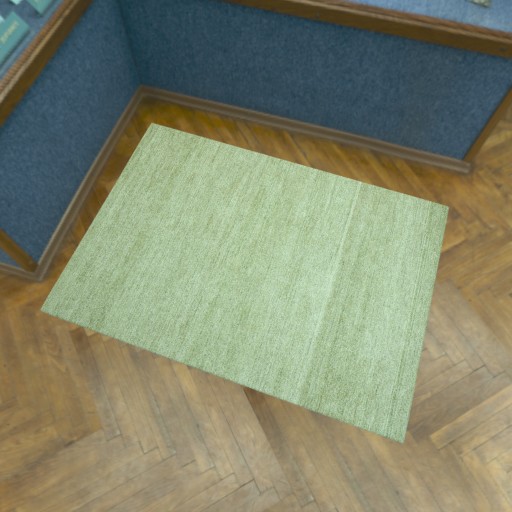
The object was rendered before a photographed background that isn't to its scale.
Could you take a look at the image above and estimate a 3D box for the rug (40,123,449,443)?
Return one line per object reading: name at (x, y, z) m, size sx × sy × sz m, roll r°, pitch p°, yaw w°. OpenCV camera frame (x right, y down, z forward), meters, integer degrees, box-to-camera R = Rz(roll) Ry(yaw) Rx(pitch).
rug at (0.000, 0.000, 2.903) m, size 2.270 × 0.017 × 1.606 m, roll 18°, pitch 65°, yaw 8°
